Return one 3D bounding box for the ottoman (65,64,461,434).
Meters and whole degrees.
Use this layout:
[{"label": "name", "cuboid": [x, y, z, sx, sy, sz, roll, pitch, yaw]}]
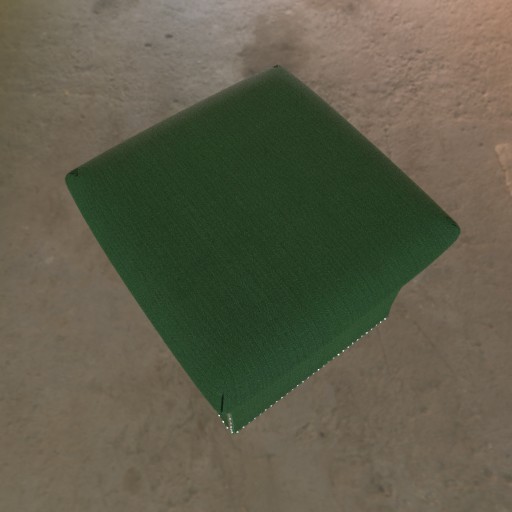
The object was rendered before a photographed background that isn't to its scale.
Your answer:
[{"label": "ottoman", "cuboid": [0.000, 0.000, 0.915, 0.497, 0.475, 0.507, -33, 67, -16]}]
